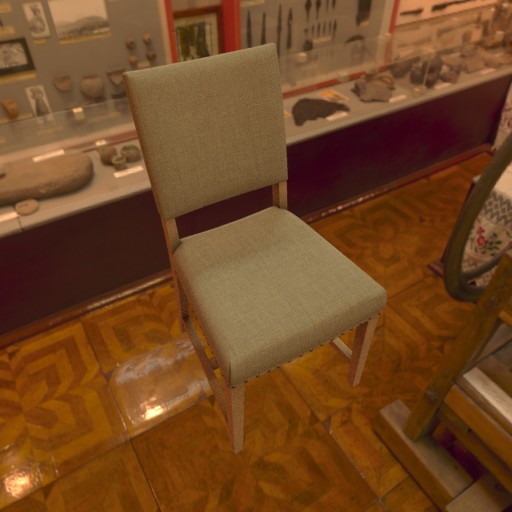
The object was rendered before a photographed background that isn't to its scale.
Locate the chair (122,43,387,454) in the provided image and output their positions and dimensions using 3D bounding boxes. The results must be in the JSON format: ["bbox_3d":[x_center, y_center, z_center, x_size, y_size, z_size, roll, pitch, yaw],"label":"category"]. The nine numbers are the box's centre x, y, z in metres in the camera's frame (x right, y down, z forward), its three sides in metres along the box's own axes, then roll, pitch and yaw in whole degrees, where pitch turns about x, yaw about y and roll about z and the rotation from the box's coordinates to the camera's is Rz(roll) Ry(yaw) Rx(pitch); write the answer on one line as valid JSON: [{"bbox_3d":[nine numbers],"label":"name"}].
[{"bbox_3d":[0.000,0.000,1.325,0.508,0.986,0.622,-22,48,-21],"label":"chair"}]
